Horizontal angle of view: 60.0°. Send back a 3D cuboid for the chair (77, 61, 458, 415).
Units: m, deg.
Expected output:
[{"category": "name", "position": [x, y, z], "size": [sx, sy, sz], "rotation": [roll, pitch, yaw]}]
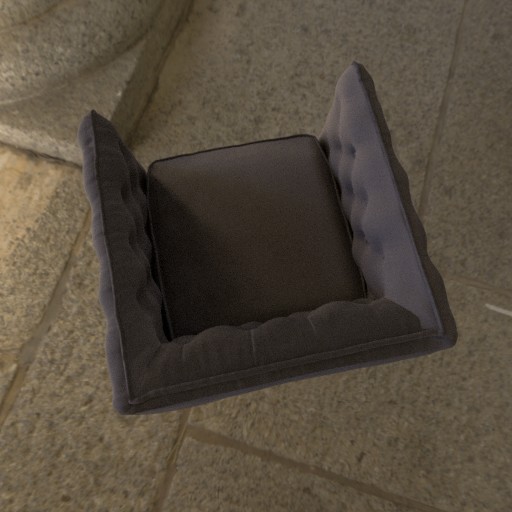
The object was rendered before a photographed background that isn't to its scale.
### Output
[{"category": "chair", "position": [0.000, 0.000, 1.586], "size": [0.946, 0.807, 0.913], "rotation": [-11, 74, -3]}]
